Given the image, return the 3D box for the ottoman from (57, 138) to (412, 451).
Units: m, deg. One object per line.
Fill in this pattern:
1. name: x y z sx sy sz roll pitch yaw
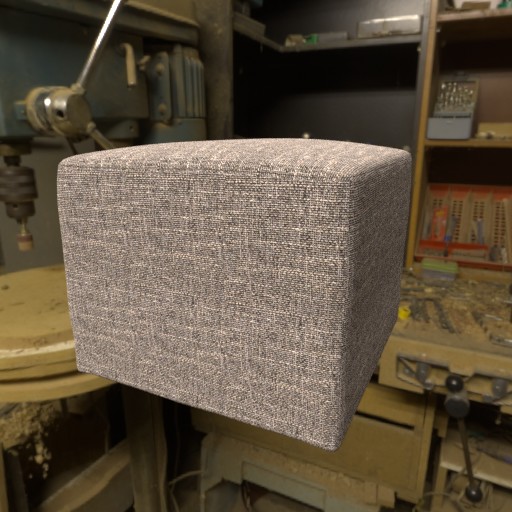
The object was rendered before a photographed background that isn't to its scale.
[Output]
1. ottoman: 0.000 0.000 0.890 0.512 0.453 0.521 8 18 25
